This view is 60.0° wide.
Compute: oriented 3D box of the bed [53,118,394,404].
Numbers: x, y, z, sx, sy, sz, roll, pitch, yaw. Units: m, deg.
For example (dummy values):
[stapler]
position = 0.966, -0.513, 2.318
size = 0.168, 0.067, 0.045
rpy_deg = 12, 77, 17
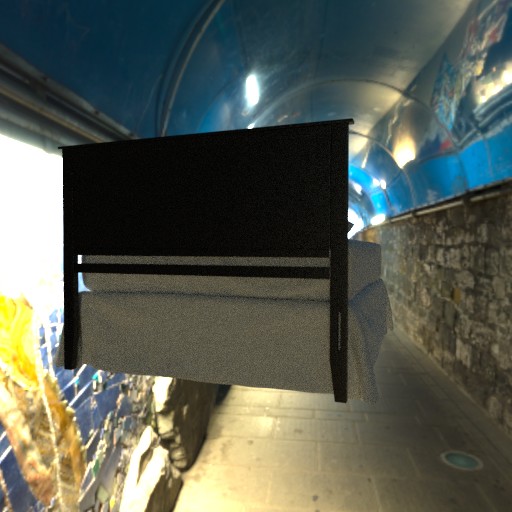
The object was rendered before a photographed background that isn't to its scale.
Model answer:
[bed]
position = 0.000, 0.000, 3.193
size = 1.870, 1.270, 2.050
rpy_deg = 0, 1, 20
